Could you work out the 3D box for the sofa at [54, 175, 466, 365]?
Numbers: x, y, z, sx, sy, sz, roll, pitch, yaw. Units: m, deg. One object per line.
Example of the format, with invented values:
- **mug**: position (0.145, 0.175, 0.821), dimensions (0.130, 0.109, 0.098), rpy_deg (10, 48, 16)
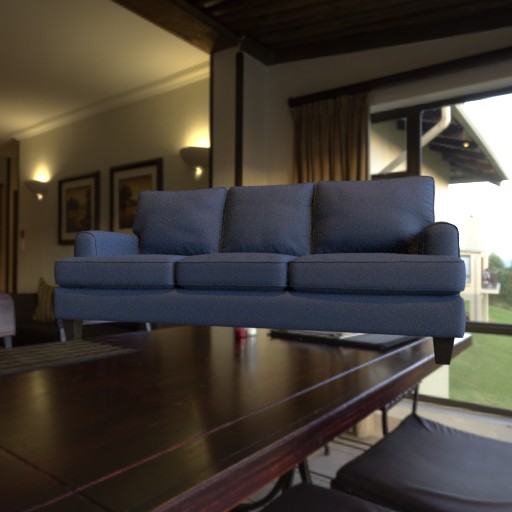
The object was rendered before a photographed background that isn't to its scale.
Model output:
- **sofa**: position (0.000, 0.000, 2.622), dimensions (2.158, 0.965, 0.951), rpy_deg (0, -1, 18)
